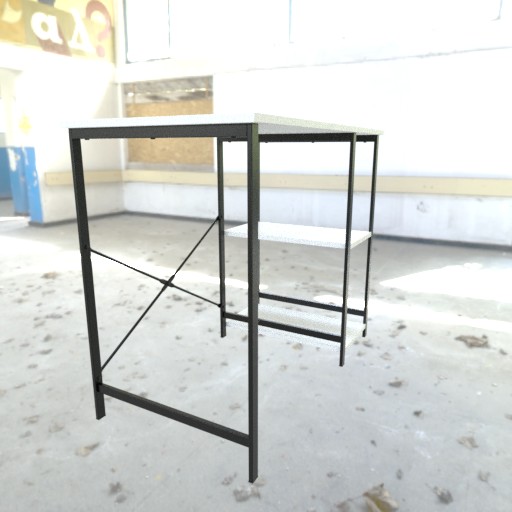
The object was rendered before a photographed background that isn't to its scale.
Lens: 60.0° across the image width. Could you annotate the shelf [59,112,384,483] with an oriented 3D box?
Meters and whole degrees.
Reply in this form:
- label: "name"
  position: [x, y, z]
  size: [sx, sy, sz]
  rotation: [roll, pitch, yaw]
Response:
- label: "shelf"
  position: [0.000, 0.000, 1.334]
  size: [0.498, 0.750, 0.902]
  rotation: [8, 16, 28]
